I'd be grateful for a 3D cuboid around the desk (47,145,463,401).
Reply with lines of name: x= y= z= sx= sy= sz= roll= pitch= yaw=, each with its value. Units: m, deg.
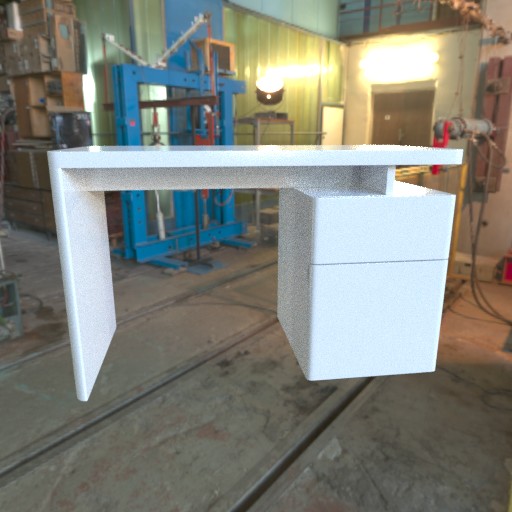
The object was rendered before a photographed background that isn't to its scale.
desk: x=0.000 y=0.000 z=1.598 sx=1.200 sy=0.760 sz=0.550 roll=-2 pitch=16 yaw=-8
